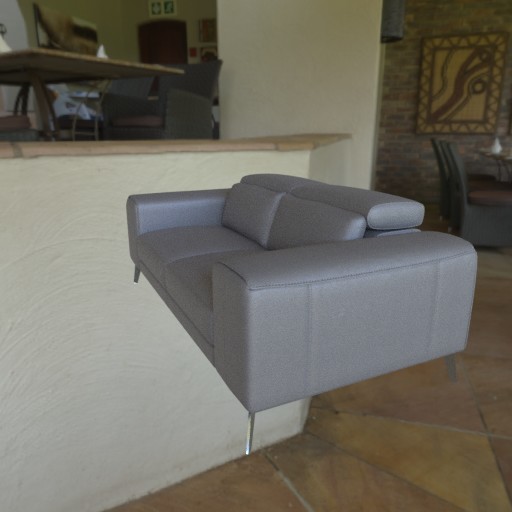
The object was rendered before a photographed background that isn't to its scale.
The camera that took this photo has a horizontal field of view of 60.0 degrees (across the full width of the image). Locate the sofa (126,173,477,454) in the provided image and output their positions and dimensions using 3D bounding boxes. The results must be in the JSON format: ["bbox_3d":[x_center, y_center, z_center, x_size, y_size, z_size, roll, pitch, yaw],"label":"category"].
[{"bbox_3d":[0.000,0.000,2.377,1.024,0.753,1.930,-8,18,-25],"label":"sofa"}]
